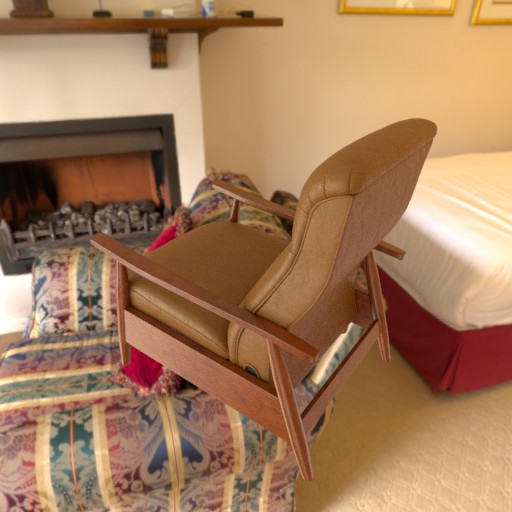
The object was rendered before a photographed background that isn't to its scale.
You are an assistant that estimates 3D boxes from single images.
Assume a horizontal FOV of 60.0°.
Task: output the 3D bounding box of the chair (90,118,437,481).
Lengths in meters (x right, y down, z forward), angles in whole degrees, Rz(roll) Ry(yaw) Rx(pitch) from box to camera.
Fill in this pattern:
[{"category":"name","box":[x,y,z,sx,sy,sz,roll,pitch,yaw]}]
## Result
[{"category":"chair","box":[0.000,0.000,1.718,1.014,1.082,0.762,20,36,30]}]
